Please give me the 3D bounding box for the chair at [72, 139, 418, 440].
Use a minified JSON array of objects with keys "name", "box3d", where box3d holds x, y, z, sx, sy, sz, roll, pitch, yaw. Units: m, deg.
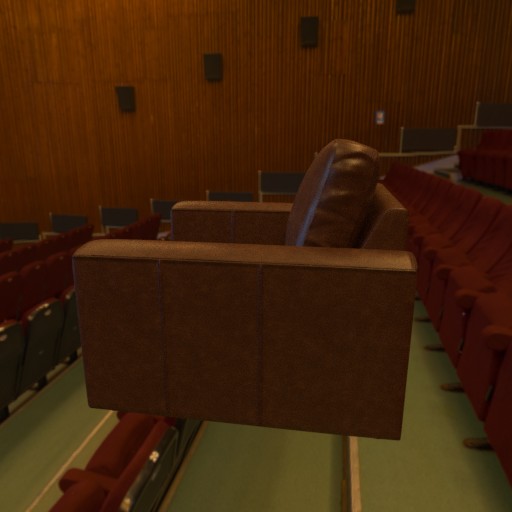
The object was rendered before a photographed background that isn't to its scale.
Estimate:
[{"name":"chair","box3d":[0.000,0.000,1.720,1.016,0.873,1.005,3,16,9]}]
